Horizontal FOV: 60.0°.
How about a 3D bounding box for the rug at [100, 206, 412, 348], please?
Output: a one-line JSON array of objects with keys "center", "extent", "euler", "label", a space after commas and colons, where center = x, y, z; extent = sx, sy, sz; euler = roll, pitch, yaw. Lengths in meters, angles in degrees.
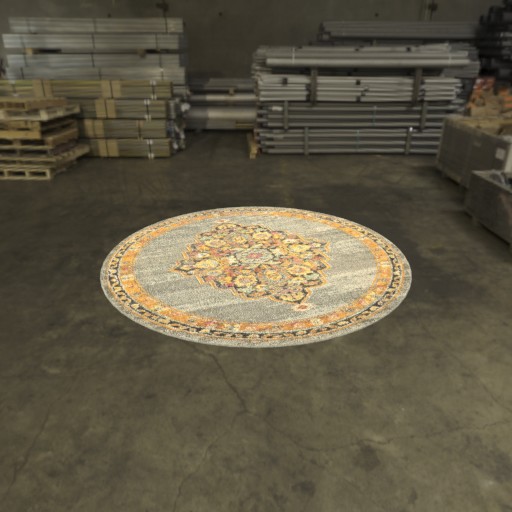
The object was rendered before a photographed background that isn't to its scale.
[{"center": [0.000, 0.000, 2.385], "extent": [1.598, 0.010, 1.598], "euler": [0, 25, 0], "label": "rug"}]
